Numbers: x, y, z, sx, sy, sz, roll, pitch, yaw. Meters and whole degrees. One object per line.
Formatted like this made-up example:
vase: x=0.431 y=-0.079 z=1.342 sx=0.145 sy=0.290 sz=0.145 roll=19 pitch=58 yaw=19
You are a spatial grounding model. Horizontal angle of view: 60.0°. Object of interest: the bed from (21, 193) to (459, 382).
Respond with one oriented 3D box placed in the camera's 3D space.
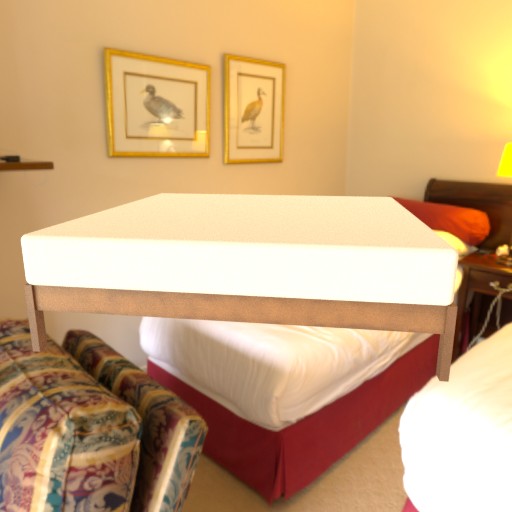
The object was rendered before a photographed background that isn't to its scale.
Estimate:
bed: x=0.000 y=0.000 z=2.995 sx=2.049 sy=0.616 sz=1.930 roll=2 pitch=14 yaw=8
